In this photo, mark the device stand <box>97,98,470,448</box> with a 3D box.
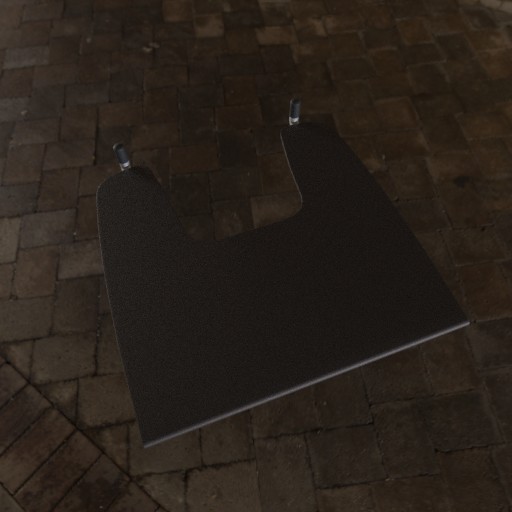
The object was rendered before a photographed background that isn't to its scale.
[{"bbox_3d":[0.000,0.000,0.359,0.230,0.092,0.230,-18,61,-10],"label":"device stand"}]
